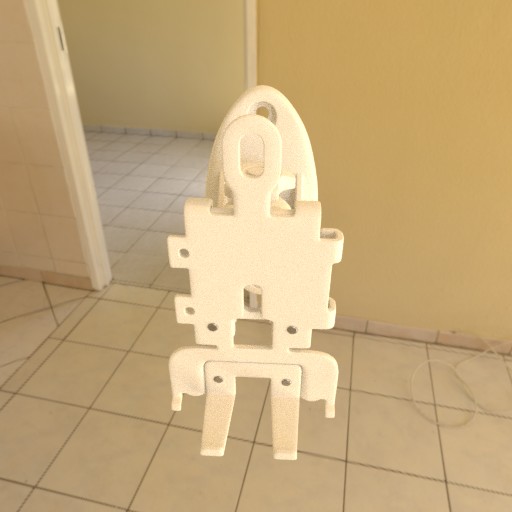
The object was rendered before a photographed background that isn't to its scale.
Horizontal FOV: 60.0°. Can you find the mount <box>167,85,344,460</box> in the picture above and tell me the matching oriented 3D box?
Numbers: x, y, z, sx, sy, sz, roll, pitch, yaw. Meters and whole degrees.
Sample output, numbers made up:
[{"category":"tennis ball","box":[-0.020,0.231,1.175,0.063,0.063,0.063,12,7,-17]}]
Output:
[{"category":"mount","box":[0.000,0.000,0.172,0.066,0.118,0.100,2,31,3]}]
